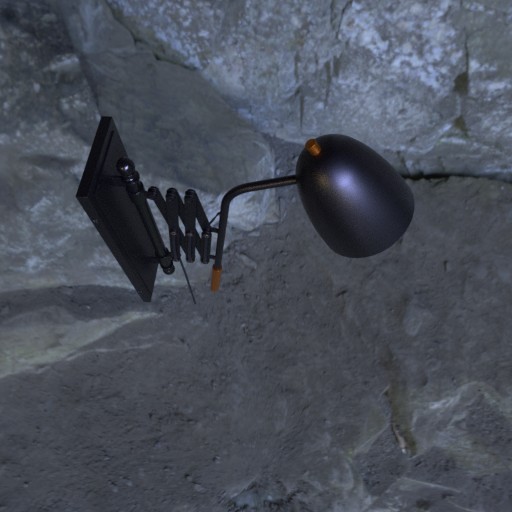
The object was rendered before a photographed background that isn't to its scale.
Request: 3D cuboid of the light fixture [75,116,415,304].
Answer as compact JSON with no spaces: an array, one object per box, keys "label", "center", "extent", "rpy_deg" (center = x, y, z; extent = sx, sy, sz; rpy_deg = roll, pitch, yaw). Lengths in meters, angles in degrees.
[{"label":"light fixture","center":[0.000,0.000,0.915],"extent":[0.499,0.715,0.162],"rpy_deg":[5,64,2]}]
